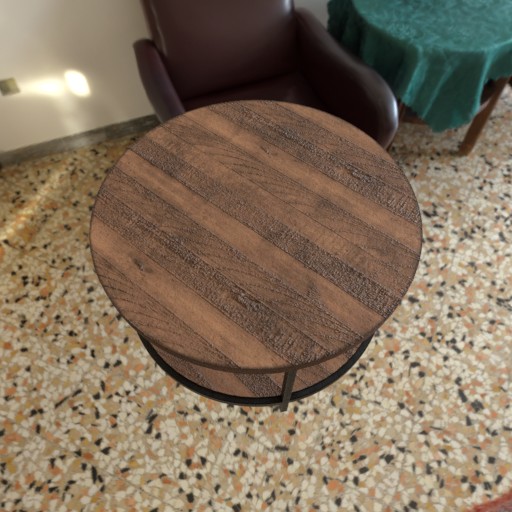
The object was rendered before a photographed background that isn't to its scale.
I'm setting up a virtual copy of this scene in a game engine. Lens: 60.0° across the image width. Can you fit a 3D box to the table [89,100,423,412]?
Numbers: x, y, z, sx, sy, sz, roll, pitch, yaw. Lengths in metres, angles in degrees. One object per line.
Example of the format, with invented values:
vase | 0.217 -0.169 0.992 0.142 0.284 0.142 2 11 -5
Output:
table | 0.000 0.000 1.330 0.837 0.462 0.837 0 58 0
